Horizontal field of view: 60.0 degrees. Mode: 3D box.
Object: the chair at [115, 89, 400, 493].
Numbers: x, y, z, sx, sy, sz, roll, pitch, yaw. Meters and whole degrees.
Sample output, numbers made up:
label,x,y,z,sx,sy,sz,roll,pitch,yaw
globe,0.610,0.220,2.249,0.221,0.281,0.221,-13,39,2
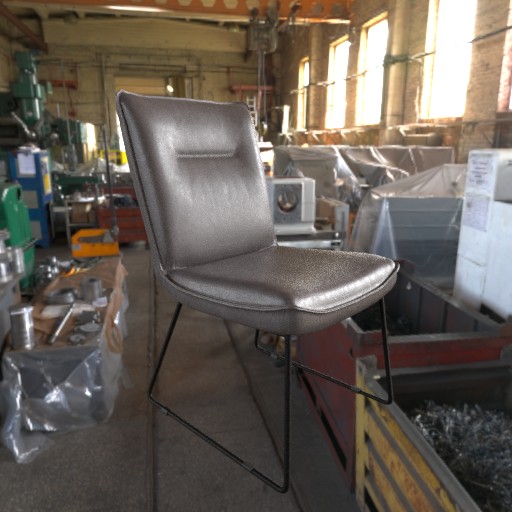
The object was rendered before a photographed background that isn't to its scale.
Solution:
label,x,y,z,sx,sy,sz,roll,pitch,yaw
chair,0.000,0.000,1.301,0.688,0.932,0.515,13,19,42
